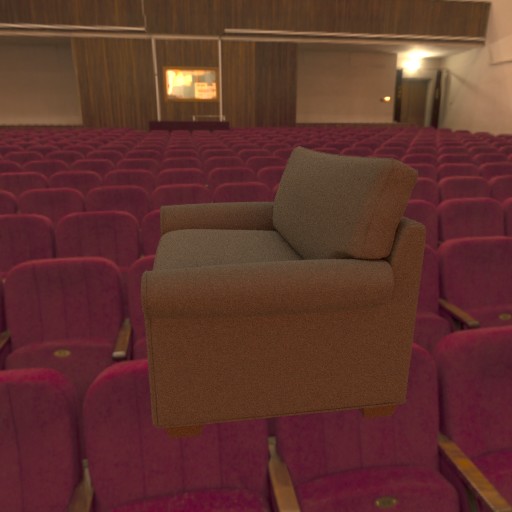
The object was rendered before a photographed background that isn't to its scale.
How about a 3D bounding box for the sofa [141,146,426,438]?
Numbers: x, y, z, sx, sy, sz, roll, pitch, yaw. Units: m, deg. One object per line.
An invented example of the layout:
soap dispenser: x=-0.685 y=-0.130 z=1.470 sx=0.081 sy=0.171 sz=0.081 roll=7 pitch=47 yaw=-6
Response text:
sofa: x=0.000 y=0.000 z=2.062 sx=0.940 sy=0.953 sz=1.410 roll=-3 pitch=16 yaw=-9
